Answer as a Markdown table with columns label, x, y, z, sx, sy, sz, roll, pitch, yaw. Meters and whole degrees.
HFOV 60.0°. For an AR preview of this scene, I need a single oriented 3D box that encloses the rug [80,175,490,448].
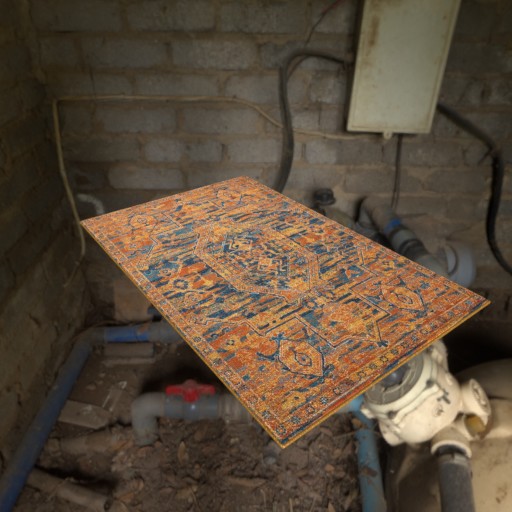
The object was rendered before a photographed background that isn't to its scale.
| label | x | y | z | sx | sy | sz | roll | pitch | yaw |
| --- | --- | --- | --- | --- | --- | --- | --- | --- | --- |
| rug | 0.000 | 0.000 | 1.059 | 0.557 | 0.008 | 0.863 | -22 | 38 | -31 |
